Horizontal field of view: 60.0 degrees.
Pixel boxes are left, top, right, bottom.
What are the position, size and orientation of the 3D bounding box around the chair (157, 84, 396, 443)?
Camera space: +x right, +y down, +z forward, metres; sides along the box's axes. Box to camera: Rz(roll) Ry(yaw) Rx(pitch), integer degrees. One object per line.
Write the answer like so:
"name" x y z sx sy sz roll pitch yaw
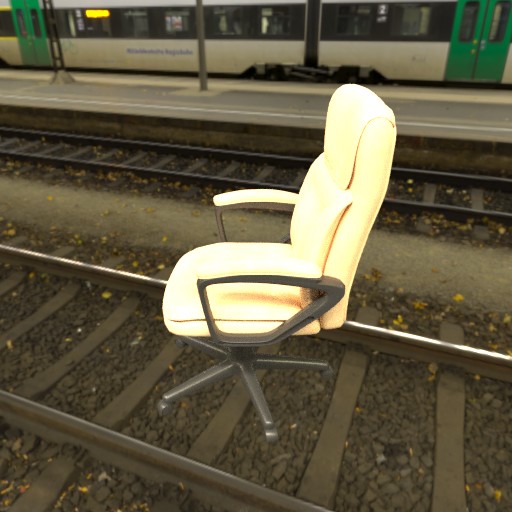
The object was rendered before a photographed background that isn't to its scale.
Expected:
"chair" 0.000 0.000 1.542 0.724 1.105 0.667 0 27 0
